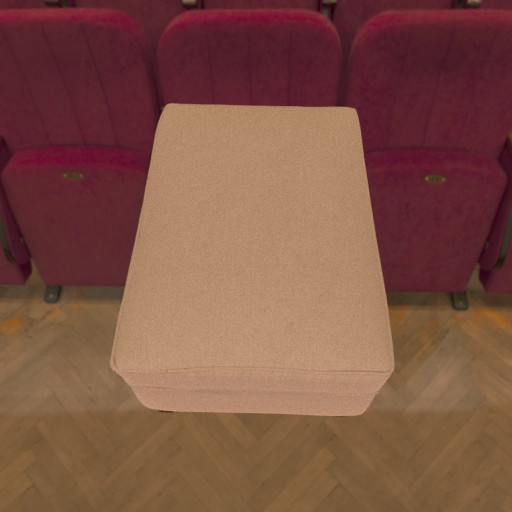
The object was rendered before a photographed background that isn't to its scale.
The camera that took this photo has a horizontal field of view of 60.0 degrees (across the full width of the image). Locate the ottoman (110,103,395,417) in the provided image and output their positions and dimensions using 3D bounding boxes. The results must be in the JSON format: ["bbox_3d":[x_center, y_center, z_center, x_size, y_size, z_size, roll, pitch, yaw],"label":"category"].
[{"bbox_3d":[0.000,0.000,1.012,0.501,0.456,0.665,1,57,1],"label":"ottoman"}]
